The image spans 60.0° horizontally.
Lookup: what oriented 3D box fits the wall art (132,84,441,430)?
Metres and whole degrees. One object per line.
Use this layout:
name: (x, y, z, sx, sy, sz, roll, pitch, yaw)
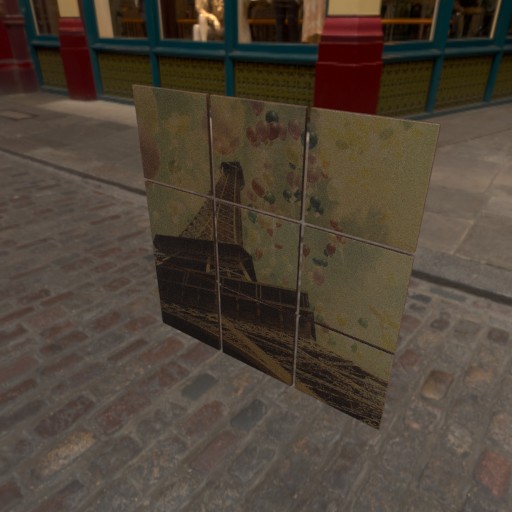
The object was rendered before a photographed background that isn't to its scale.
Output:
wall art: (0.000, 0.000, 1.852, 1.256, 1.246, 0.017, 19, 34, 30)
